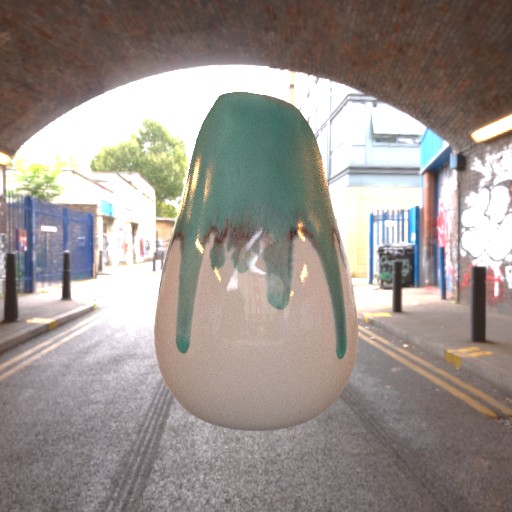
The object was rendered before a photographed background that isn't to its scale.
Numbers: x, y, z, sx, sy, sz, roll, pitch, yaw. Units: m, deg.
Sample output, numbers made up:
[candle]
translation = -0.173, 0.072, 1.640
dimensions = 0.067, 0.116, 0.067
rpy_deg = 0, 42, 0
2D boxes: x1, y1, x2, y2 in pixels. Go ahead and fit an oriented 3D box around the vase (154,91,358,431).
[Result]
[vase]
translation = 0.000, 0.000, 0.257
dimensions = 0.116, 0.179, 0.116
rpy_deg = 0, 1, 0
